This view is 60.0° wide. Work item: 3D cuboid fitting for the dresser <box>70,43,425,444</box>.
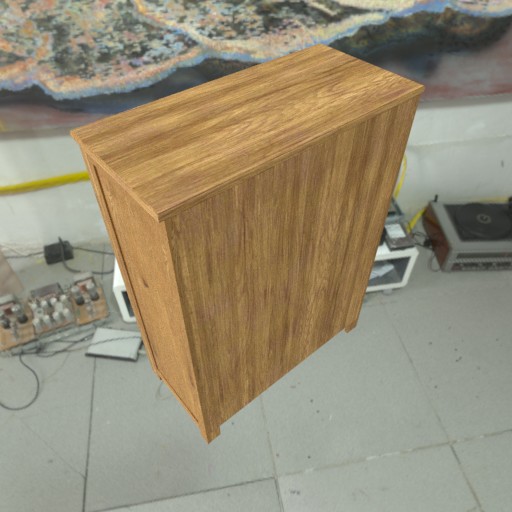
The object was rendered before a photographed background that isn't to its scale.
[{"bbox_3d":[0.000,0.000,1.968,1.081,1.431,0.558,-31,53,-26],"label":"dresser"}]
